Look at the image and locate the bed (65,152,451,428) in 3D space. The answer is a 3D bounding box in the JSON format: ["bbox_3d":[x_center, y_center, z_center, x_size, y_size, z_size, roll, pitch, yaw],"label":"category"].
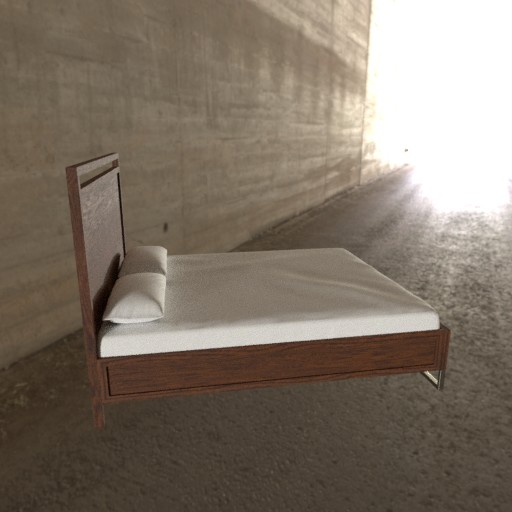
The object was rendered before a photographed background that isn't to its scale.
[{"bbox_3d":[0.000,0.000,3.394,2.218,1.487,1.765,-3,16,-10],"label":"bed"}]
